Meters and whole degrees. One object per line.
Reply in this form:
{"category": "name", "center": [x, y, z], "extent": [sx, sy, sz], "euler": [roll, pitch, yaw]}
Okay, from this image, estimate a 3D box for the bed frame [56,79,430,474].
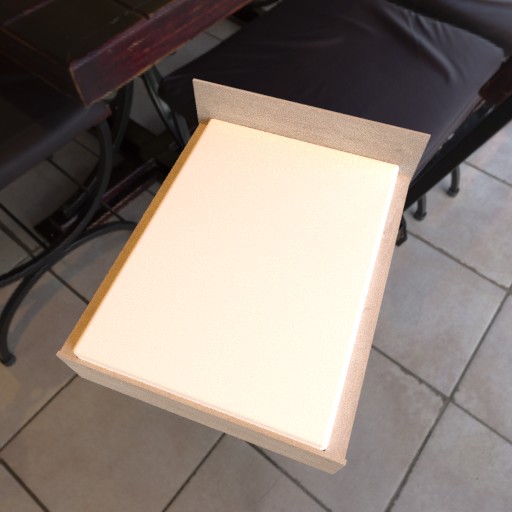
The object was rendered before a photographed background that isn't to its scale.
{"category": "bed frame", "center": [0.000, 0.000, 2.781], "extent": [1.622, 0.800, 1.960], "euler": [17, 60, 10]}
